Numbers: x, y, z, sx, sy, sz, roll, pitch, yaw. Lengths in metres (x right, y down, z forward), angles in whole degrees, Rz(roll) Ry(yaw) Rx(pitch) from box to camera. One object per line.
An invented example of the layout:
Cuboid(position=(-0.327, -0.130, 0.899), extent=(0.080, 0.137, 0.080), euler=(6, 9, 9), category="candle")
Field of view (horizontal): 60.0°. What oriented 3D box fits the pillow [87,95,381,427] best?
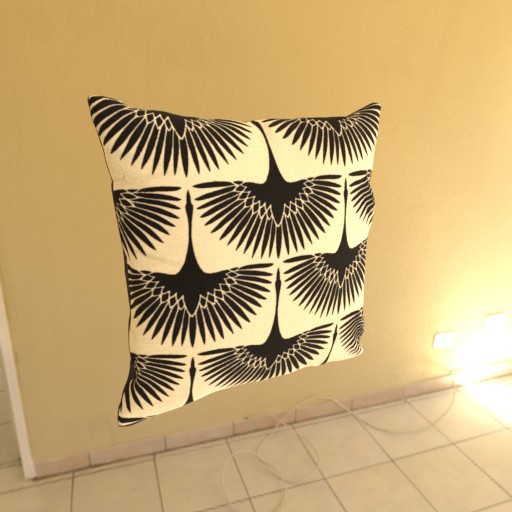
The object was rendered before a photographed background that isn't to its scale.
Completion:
Cuboid(position=(0.000, 0.000, 0.648), extent=(0.432, 0.432, 0.139), euler=(-9, 19, -27), category="pillow")
